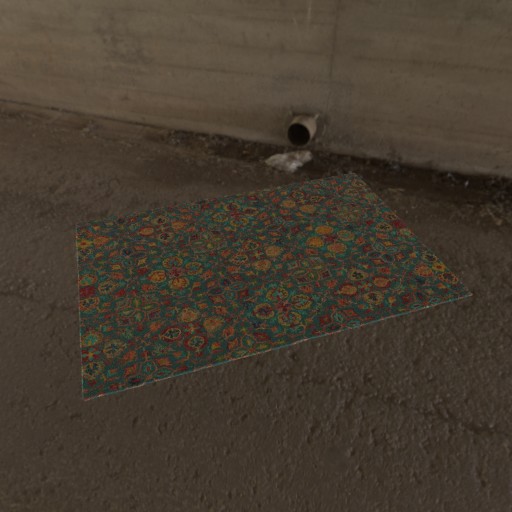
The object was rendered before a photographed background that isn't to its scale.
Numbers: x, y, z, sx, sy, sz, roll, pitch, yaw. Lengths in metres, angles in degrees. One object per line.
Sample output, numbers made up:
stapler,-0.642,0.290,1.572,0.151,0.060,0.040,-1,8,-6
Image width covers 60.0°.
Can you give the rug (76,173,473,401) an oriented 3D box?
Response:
rug,0.000,0.000,2.982,2.290,0.016,1.527,-12,42,-14
